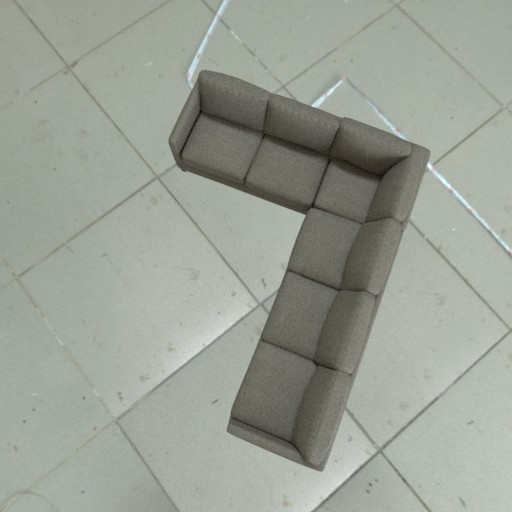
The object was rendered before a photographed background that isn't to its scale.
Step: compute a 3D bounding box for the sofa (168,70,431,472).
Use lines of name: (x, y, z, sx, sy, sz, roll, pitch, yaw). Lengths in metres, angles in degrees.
sofa: (0.000, 0.000, 4.494, 2.593, 0.947, 3.302, 21, 77, 5)
